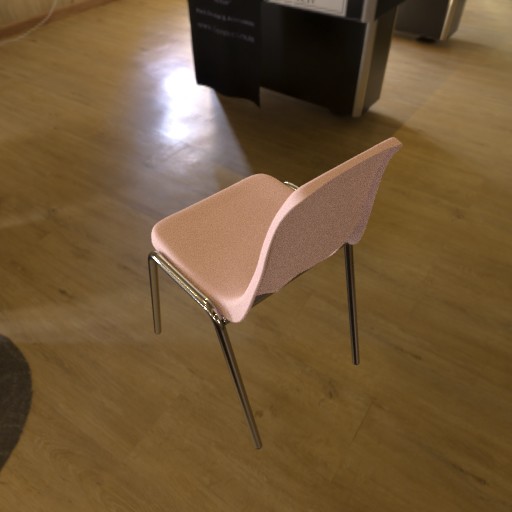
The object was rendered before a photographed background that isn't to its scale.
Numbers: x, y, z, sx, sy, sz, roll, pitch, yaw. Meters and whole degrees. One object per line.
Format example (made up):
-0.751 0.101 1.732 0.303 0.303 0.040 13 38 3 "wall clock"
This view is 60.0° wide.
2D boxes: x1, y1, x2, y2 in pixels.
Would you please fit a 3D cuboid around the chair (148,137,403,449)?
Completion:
0.000 0.000 0.950 0.381 0.704 0.436 -31 54 -26 "chair"
